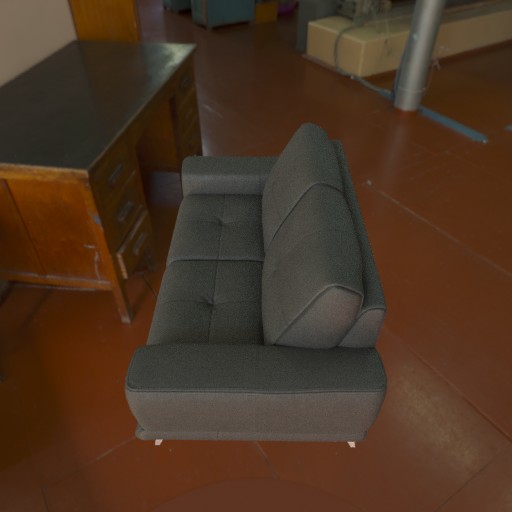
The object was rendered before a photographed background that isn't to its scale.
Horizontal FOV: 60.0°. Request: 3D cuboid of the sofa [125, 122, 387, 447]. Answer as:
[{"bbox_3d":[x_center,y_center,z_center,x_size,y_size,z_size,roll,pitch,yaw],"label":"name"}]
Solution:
[{"bbox_3d":[0.000,0.000,2.363,1.018,0.907,1.806,0,42,1],"label":"sofa"}]
